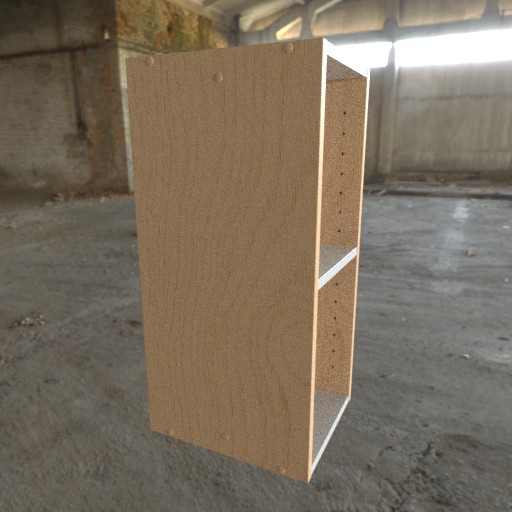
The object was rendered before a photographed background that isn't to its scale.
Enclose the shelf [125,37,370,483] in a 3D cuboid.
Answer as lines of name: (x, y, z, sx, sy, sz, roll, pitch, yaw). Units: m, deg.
shelf: (0.000, 0.000, 0.745, 0.290, 0.600, 0.250, 7, 16, 25)
